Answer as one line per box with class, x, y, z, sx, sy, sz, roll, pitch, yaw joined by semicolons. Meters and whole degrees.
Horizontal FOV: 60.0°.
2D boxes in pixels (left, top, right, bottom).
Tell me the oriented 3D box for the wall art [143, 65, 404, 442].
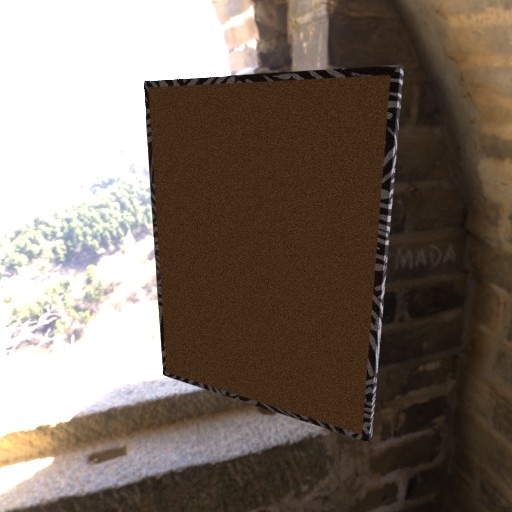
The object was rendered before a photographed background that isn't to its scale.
wall art;0.000;0.000;1.334;0.765;1.017;0.038;9;18;27
